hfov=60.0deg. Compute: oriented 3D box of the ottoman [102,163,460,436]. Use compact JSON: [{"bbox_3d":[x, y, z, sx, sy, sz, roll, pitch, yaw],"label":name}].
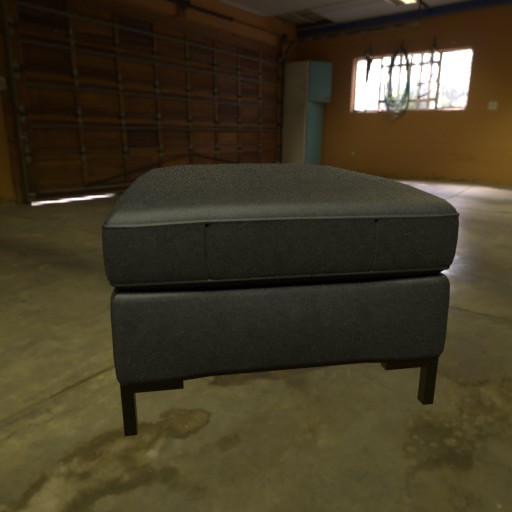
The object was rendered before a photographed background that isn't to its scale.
[{"bbox_3d":[0.000,0.000,1.760,0.967,0.696,1.187,-3,16,-9],"label":"ottoman"}]
